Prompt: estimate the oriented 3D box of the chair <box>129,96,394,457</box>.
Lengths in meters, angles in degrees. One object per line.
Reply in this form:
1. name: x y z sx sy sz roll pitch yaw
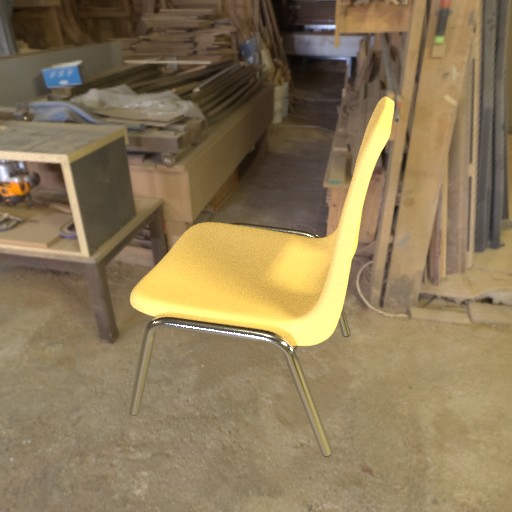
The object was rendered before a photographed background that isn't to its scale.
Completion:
1. chair: 0.000 0.000 0.772 0.385 0.536 0.354 8 31 14
